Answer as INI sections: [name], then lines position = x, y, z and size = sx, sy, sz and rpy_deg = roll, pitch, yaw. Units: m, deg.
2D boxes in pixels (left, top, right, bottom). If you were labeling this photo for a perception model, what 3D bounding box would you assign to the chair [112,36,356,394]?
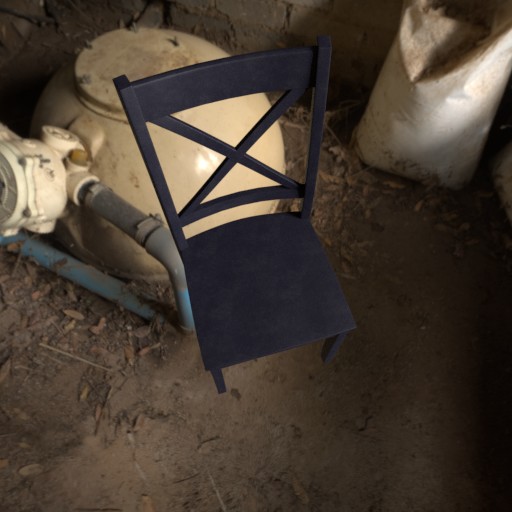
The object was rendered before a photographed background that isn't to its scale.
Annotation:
[chair]
position = 0.000, 0.000, 1.292
size = 0.485, 0.983, 0.542
rpy_deg = -14, 64, -7
